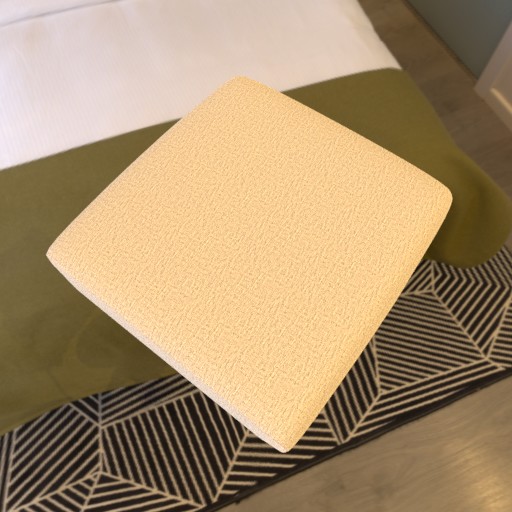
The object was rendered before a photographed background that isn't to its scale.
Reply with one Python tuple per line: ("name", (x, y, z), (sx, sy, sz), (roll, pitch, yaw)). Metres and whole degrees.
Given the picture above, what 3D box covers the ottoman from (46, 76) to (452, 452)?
("ottoman", (0.000, 0.000, 1.076), (0.649, 0.398, 0.650), (34, 69, 15))
